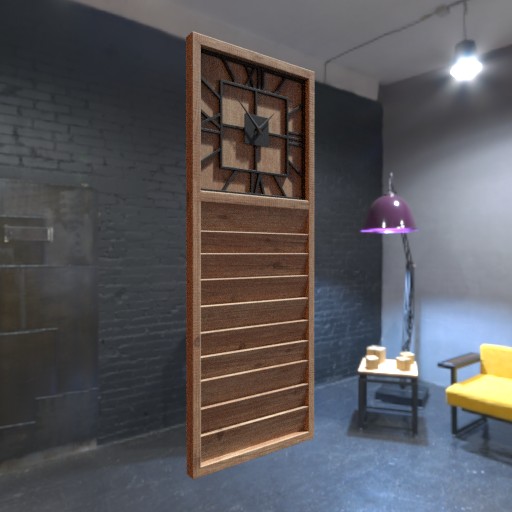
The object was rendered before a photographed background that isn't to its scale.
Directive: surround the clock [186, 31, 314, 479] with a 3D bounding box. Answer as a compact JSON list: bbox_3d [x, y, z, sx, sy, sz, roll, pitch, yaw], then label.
[{"bbox_3d":[0.000,0.000,1.072,0.361,0.965,0.030,0,1,-36],"label":"clock"}]
